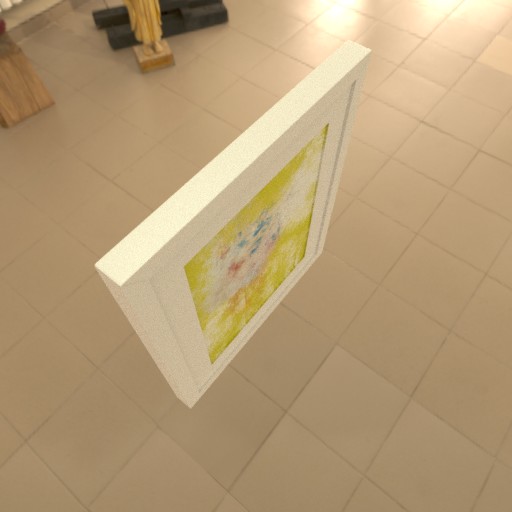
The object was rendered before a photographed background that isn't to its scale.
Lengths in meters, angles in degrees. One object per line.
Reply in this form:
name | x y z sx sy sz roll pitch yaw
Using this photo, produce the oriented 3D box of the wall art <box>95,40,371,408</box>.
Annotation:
wall art | 0.000 0.000 0.534 0.028 0.381 0.331 34 65 19
